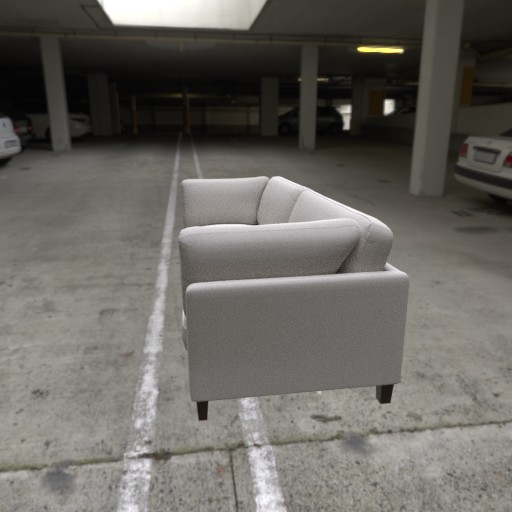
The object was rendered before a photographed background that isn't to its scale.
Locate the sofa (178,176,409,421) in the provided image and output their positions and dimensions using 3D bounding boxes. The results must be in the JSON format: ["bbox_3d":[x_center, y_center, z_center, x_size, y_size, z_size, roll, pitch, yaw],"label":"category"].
[{"bbox_3d":[0.000,0.000,2.881,0.957,0.863,2.301,-2,15,-9],"label":"sofa"}]
